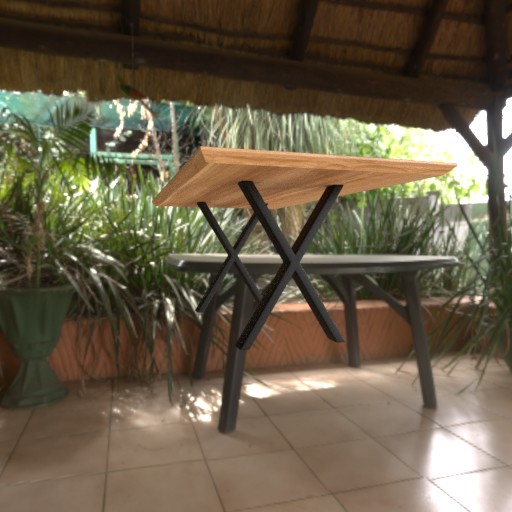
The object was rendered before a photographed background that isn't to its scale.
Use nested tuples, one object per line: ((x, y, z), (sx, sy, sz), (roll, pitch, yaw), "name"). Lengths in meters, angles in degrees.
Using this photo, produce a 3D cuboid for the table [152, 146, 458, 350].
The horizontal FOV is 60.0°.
((0.000, 0.000, 2.520), (1.000, 0.770, 2.000), (-1, 2, -18), "table")
